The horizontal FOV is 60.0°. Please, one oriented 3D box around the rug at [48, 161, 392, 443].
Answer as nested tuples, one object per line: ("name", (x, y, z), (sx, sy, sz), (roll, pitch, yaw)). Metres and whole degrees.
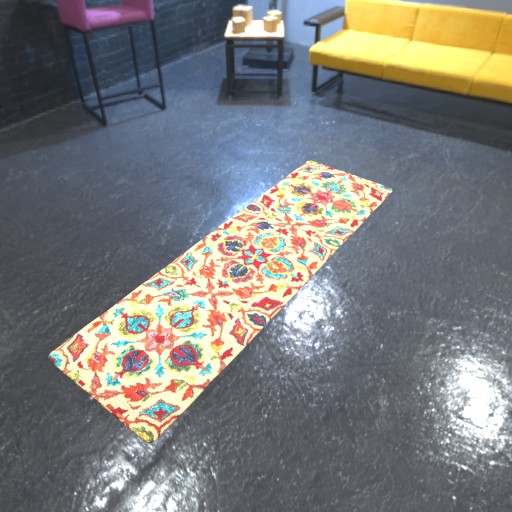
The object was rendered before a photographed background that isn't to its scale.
("rug", (0.000, 0.000, 2.546), (0.693, 0.016, 2.273), (26, 47, 27))
